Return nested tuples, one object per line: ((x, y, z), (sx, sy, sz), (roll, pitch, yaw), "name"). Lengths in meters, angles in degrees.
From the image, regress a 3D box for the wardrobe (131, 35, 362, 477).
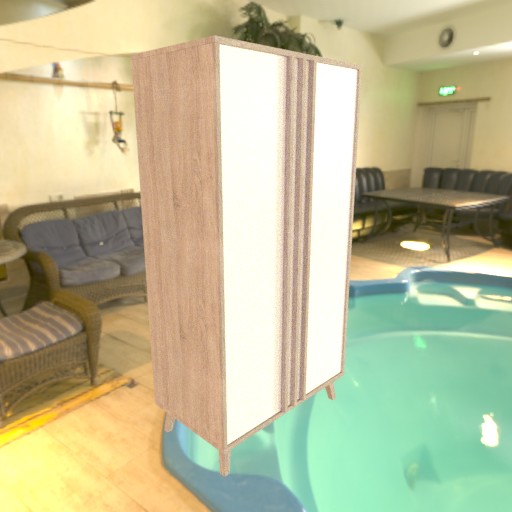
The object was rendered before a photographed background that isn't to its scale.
((0.000, 0.000, 2.397), (0.600, 1.960, 1.000), (14, 21, 42), "wardrobe")
